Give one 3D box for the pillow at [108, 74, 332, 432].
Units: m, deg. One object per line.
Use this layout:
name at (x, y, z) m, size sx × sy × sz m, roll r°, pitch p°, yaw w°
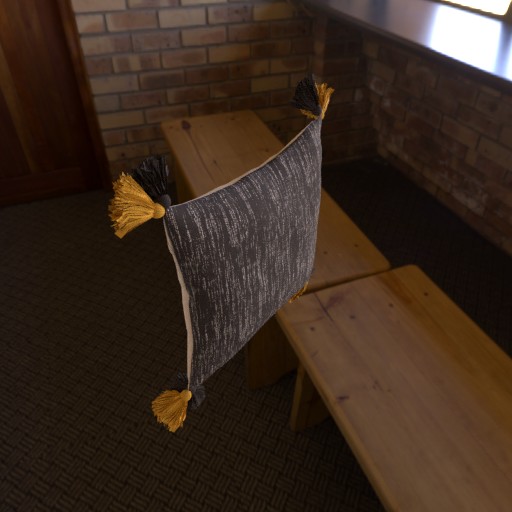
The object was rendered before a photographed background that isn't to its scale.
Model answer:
pillow at (0.000, 0.000, 0.979) m, size 0.139 × 0.659 × 0.654 m, roll 26°, pitch 46°, yaw 28°
